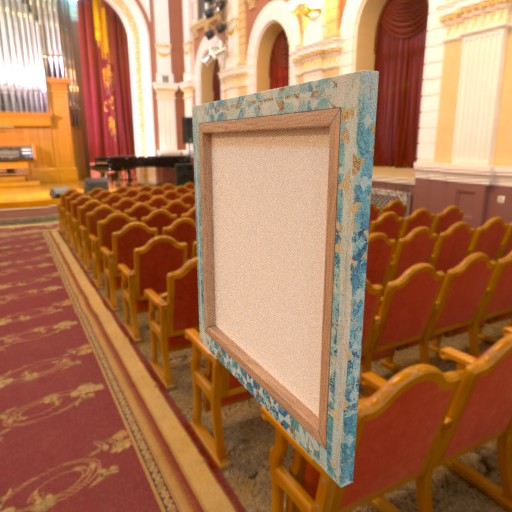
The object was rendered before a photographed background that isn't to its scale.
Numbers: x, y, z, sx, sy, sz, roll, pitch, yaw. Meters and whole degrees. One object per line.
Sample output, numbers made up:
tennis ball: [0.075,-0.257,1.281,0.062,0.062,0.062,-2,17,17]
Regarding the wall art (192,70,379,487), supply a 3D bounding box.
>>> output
wall art: [0.000,0.000,1.329,0.040,0.916,0.916,-7,16,-27]
